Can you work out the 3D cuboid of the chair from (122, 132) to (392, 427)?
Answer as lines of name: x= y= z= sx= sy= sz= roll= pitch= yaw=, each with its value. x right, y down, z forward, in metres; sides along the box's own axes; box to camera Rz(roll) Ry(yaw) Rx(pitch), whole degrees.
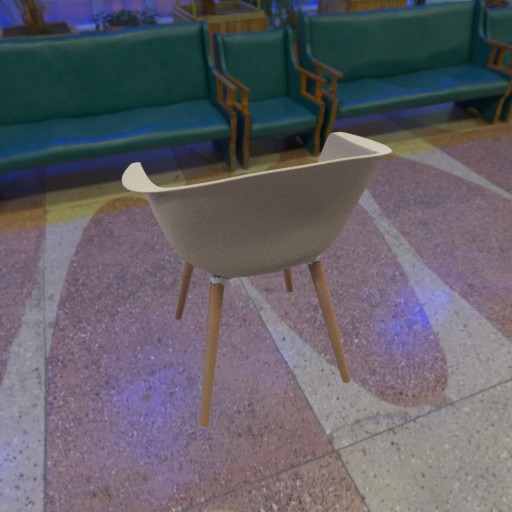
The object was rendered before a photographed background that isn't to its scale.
chair: x=0.000 y=0.000 z=1.180 sx=0.593 sy=0.781 sz=0.504 roll=-12 pitch=41 yaw=-15
